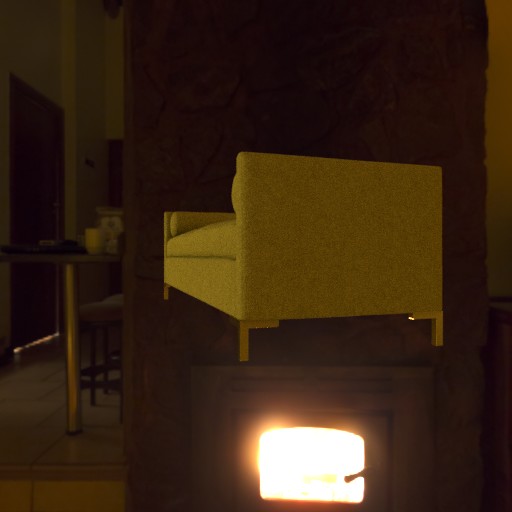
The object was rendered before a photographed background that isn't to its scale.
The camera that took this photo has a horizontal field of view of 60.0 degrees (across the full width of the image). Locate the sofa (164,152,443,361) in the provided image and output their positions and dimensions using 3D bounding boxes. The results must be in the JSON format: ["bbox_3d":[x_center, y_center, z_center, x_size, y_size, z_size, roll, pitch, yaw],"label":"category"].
[{"bbox_3d":[0.000,0.000,2.480,0.797,0.657,2.102,0,0,-18],"label":"sofa"}]
